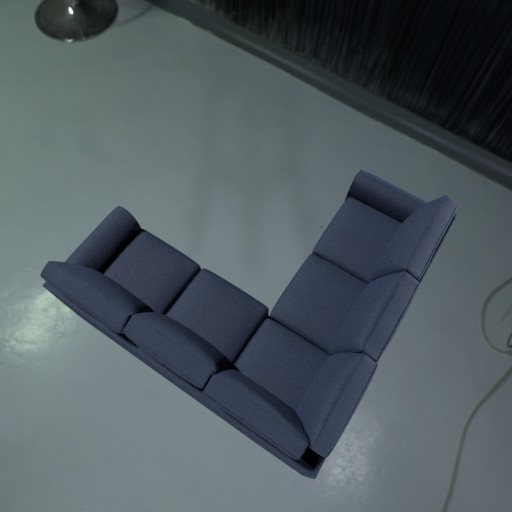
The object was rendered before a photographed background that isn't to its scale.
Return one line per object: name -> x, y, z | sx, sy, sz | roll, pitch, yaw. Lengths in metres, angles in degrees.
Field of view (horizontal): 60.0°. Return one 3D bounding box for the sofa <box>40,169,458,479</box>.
sofa -> 0.000, 0.000, 3.872 | 2.562, 1.042, 2.487 | 31, 69, 13
